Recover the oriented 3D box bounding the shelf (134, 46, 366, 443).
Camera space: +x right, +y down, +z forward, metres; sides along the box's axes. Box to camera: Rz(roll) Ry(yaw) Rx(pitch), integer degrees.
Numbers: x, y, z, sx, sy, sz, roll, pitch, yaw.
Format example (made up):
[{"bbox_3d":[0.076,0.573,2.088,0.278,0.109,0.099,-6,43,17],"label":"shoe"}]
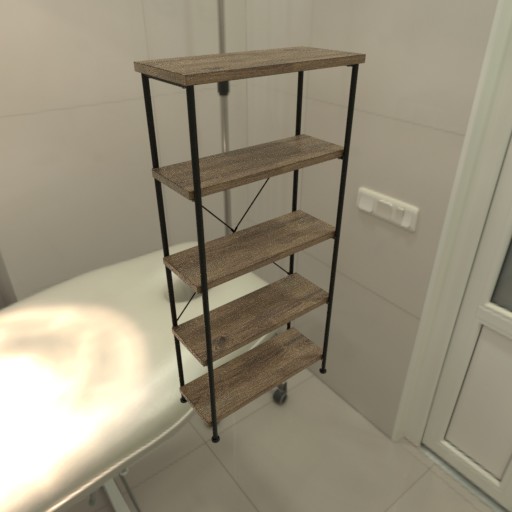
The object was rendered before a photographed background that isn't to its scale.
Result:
[{"bbox_3d":[0.000,0.000,2.066,0.800,1.700,0.360,-22,37,-32],"label":"shelf"}]
